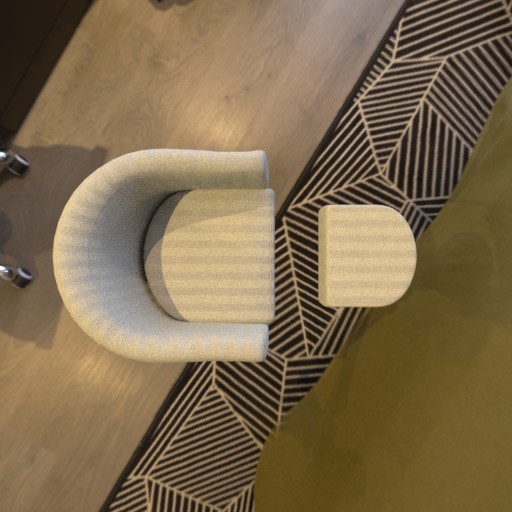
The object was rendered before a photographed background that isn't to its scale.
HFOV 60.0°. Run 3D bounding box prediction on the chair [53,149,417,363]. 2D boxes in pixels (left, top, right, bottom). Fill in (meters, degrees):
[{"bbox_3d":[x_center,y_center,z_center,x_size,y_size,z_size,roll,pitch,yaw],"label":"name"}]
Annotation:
[{"bbox_3d":[0.000,0.000,1.765,1.288,0.757,0.756,0,90,1],"label":"chair"}]
